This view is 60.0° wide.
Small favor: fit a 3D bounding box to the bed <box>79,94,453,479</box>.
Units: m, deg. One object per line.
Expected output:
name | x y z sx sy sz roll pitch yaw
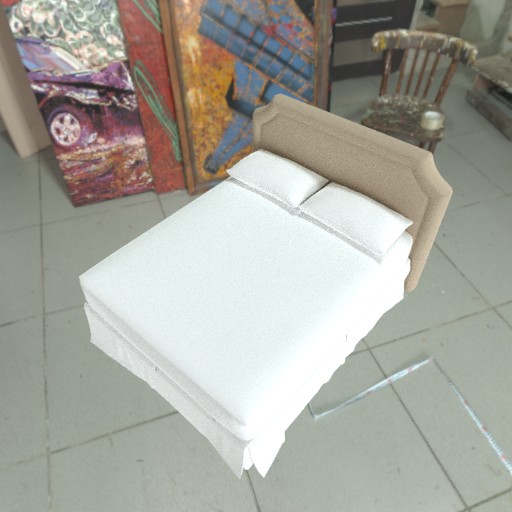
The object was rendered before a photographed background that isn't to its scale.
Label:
bed | 0.000 0.000 3.271 1.828 1.301 2.204 32 54 27
